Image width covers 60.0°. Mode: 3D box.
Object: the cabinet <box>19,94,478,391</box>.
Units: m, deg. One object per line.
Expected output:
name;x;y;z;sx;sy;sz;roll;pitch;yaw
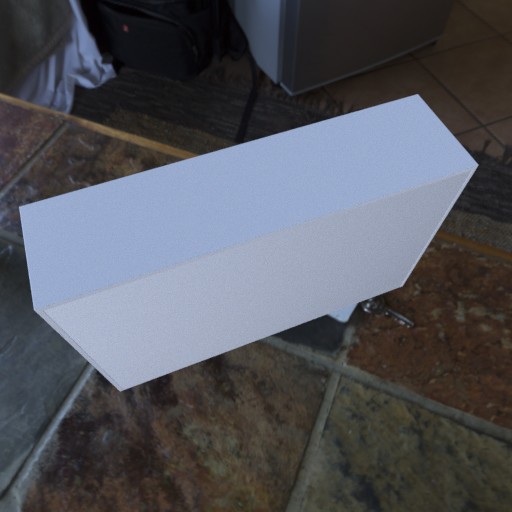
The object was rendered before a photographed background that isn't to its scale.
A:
cabinet;0.000;0.000;1.824;1.450;0.900;0.380;-19;61;-11
